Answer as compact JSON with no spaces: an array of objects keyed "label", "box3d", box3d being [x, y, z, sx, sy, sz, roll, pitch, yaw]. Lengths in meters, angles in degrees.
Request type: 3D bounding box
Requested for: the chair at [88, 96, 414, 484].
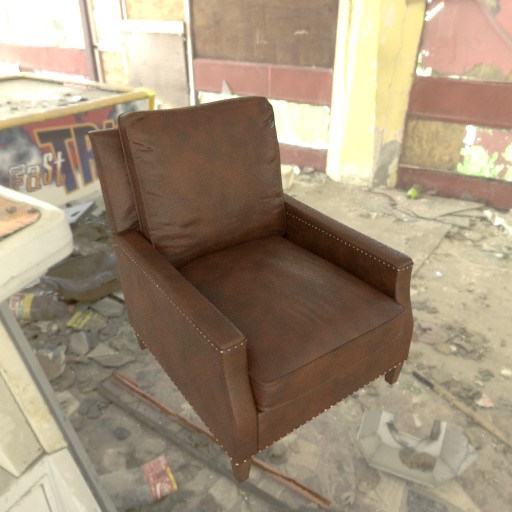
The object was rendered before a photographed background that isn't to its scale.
[{"label":"chair","box3d":[0.000,0.000,1.749,0.854,1.054,1.035,-19,34,-31]}]
